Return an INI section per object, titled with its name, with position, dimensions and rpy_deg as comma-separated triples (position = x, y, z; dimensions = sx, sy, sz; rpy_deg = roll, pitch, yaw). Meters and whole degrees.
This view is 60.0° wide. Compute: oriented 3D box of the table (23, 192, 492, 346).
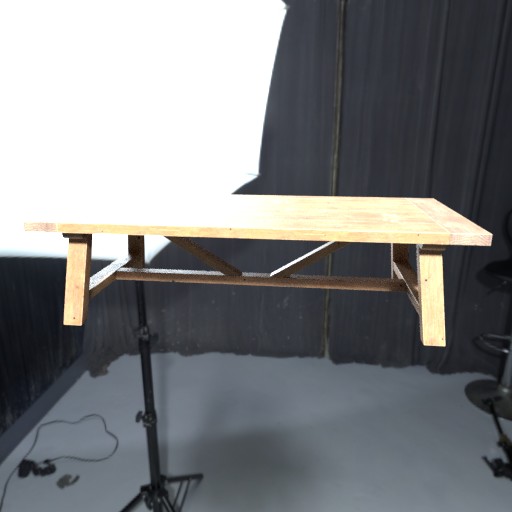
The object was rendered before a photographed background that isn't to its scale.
[table]
position = 0.000, 0.000, 2.140
dimensions = 1.800, 0.465, 0.820
rpy_deg = 2, 17, 7
